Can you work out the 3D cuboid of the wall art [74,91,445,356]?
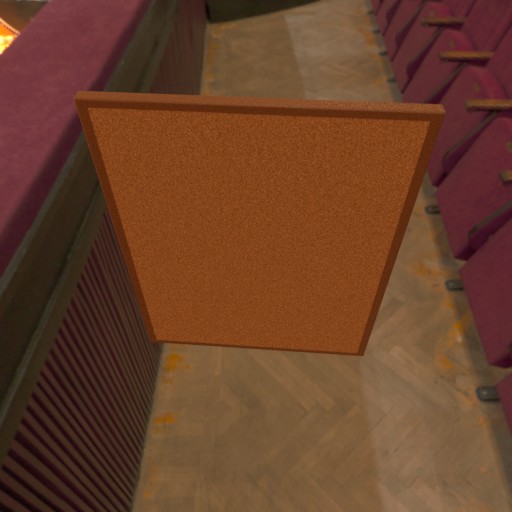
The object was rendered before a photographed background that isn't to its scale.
[{"bbox_3d":[0.000,0.000,0.509,0.310,0.379,0.015,3,47,3],"label":"wall art"}]
